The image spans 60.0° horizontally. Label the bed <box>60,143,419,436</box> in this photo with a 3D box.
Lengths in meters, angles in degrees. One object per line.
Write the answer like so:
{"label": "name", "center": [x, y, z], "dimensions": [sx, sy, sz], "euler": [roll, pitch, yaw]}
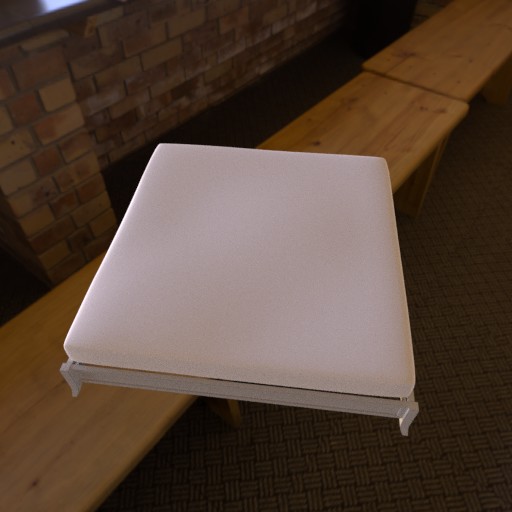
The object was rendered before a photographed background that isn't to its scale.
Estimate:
{"label": "bed", "center": [0.000, 0.000, 3.140], "dimensions": [2.007, 0.510, 2.108], "euler": [5, 48, 5]}
